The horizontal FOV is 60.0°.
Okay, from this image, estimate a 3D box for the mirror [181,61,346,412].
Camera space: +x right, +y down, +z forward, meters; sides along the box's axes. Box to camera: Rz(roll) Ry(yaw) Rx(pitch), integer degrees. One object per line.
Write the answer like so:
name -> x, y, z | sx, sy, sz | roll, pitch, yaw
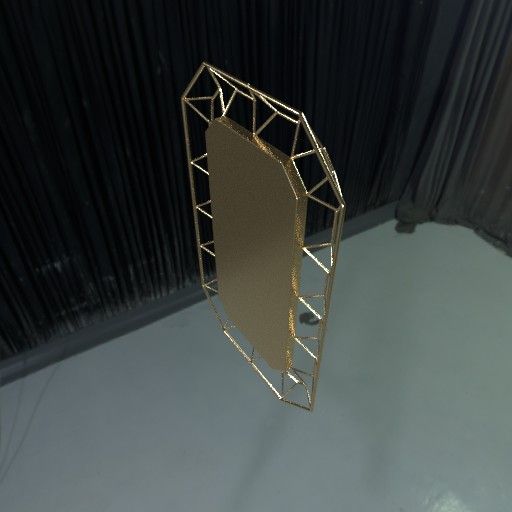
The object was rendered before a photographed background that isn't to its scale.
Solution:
mirror -> 0.000, 0.000, 1.121 | 0.051, 0.870, 0.572 | -24, 46, -26
